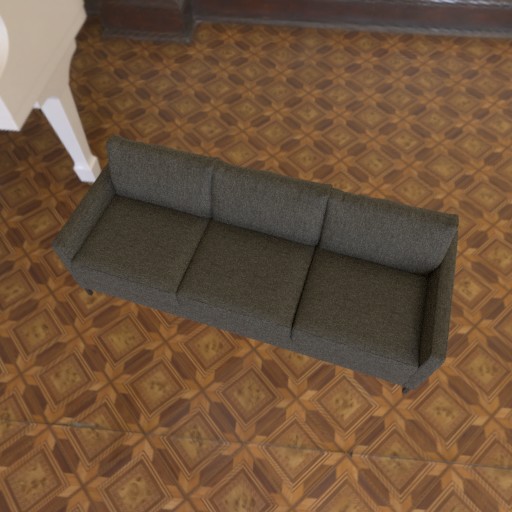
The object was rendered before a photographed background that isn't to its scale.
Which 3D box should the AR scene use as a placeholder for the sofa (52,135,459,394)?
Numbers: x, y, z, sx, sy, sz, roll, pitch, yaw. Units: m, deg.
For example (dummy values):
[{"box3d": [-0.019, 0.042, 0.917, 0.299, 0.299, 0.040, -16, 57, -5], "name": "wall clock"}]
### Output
[{"box3d": [0.000, 0.000, 2.714, 2.253, 0.879, 0.876, 15, 58, 10], "name": "sofa"}]
